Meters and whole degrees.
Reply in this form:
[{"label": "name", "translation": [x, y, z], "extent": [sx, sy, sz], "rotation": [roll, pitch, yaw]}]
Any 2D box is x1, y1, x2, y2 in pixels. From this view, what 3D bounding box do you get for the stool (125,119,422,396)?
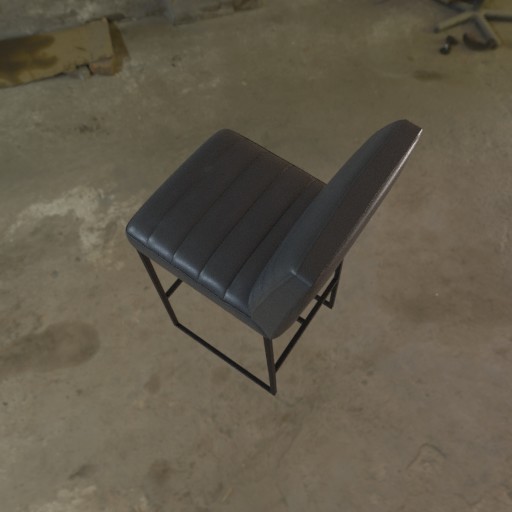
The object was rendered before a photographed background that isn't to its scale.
[{"label": "stool", "translation": [0.000, 0.000, 1.344], "extent": [0.552, 1.040, 0.457], "rotation": [32, 66, 16]}]
